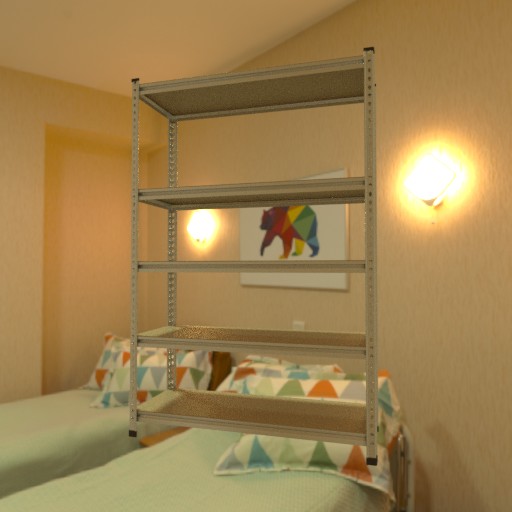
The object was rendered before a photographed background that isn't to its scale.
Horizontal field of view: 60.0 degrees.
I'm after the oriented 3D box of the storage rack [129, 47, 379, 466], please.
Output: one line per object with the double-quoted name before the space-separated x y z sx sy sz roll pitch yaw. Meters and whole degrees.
"storage rack" 0.000 0.000 2.318 1.219 1.829 0.457 0 -2 16
